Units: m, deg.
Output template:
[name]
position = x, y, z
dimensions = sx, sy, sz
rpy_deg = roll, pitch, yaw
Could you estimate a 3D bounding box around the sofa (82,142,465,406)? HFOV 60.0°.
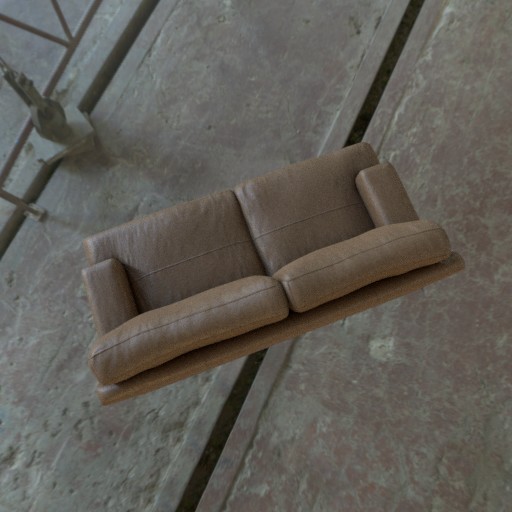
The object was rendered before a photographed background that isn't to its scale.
[sofa]
position = 0.000, 0.000, 2.458
dimensions = 1.855, 0.980, 0.962
rpy_deg = -20, 77, -5
